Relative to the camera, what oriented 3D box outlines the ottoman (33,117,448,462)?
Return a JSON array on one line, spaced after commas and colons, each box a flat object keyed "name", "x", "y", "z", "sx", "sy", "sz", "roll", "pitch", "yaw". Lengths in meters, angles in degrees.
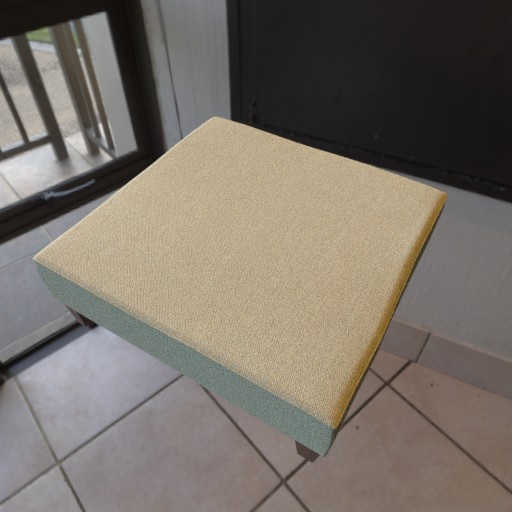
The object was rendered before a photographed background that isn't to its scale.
[{"name": "ottoman", "x": 0.000, "y": 0.000, "z": 1.543, "sx": 1.004, "sy": 0.379, "sz": 0.968, "roll": 24, "pitch": 51, "yaw": 21}]
